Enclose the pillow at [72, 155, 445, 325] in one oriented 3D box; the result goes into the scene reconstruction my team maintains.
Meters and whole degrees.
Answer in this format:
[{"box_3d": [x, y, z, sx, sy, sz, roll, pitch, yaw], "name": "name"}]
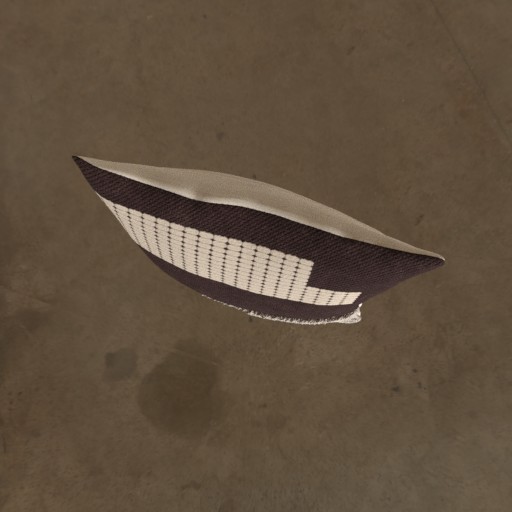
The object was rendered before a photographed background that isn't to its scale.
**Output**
[{"box_3d": [0.000, 0.000, 0.754, 0.475, 0.473, 0.178, 17, 75, 5], "name": "pillow"}]
